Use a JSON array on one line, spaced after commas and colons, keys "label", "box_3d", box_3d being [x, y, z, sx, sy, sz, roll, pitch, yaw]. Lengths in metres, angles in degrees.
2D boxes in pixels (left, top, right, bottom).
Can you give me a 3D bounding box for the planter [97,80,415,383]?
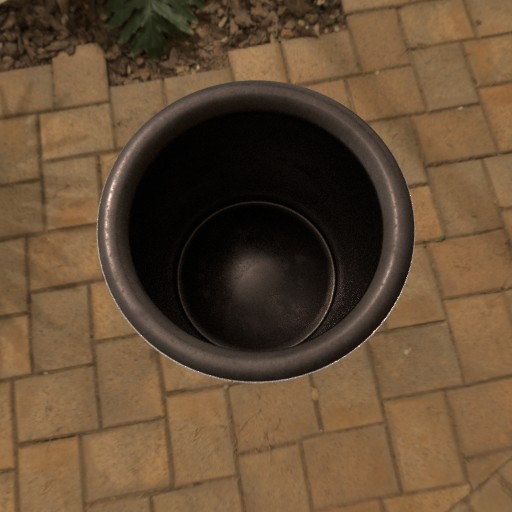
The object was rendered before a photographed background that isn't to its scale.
[{"label": "planter", "box_3d": [0.000, 0.000, 0.292, 0.160, 0.156, 0.160, 0, 76, 0]}]
